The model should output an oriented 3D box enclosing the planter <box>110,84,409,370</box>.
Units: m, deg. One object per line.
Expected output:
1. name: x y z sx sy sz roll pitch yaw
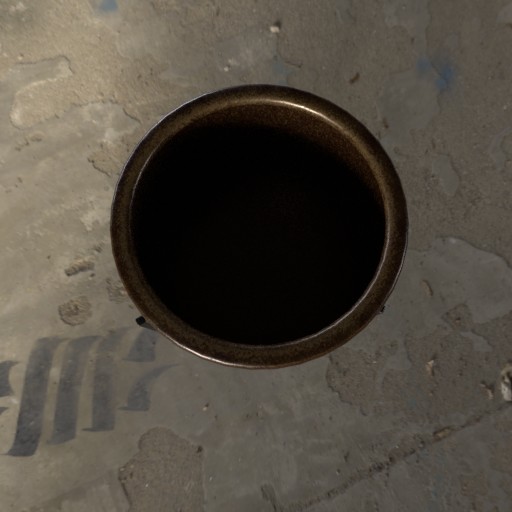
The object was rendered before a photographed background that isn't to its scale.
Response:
1. planter: 0.000 0.000 0.545 0.255 0.375 0.269 -4 76 -1
